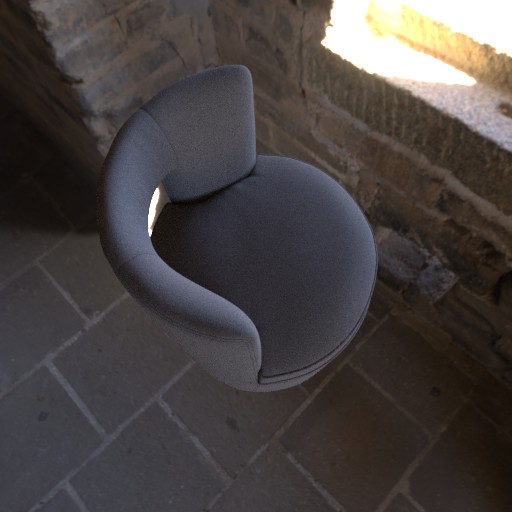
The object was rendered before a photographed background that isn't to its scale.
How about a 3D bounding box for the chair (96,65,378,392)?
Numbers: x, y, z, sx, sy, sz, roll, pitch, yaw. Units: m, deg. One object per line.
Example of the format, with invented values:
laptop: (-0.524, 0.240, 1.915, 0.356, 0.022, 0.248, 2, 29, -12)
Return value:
chair: (0.000, 0.000, 1.226, 0.660, 0.719, 0.689, -1, 63, -1)
